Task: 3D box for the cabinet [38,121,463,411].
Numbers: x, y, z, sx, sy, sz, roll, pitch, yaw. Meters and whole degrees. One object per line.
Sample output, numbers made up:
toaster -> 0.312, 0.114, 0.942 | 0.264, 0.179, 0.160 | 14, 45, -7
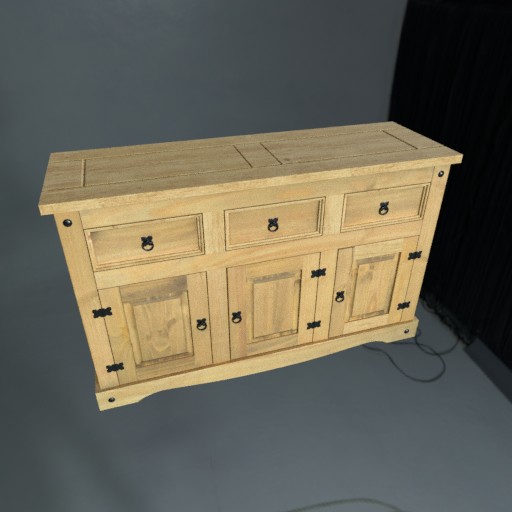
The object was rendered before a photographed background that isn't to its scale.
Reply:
cabinet -> 0.000, 0.000, 1.708 | 1.321, 0.810, 0.432 | -9, 33, -15
